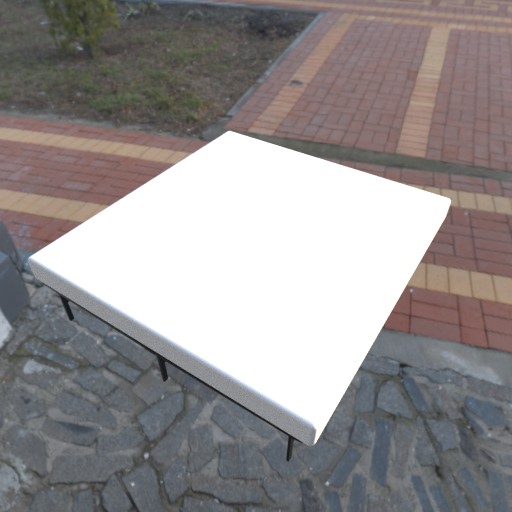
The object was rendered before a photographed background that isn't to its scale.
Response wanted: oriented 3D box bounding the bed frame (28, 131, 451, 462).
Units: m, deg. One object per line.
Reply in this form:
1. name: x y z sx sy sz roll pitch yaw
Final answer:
1. bed frame: 0.000 0.000 3.022 1.935 0.525 2.033 24 47 25
